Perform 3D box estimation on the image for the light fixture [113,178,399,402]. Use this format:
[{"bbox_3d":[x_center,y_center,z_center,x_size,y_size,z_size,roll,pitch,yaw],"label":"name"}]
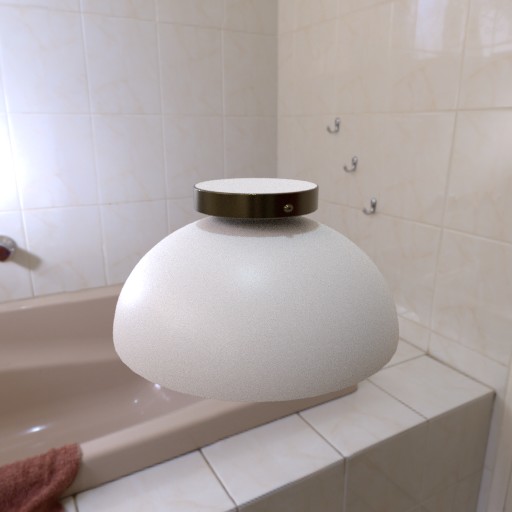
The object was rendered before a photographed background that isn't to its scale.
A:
[{"bbox_3d":[0.000,0.000,0.552,0.355,0.177,0.355,0,16,0],"label":"light fixture"}]
